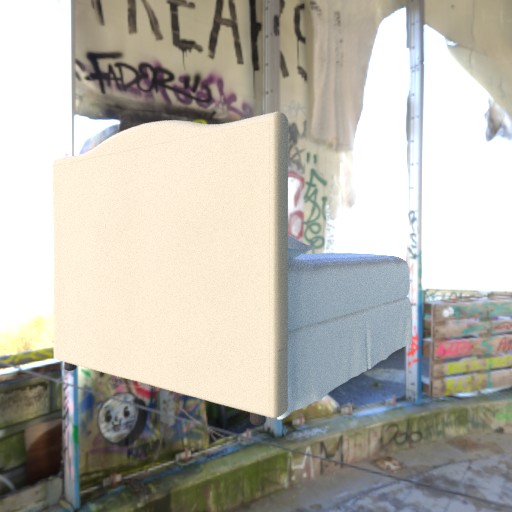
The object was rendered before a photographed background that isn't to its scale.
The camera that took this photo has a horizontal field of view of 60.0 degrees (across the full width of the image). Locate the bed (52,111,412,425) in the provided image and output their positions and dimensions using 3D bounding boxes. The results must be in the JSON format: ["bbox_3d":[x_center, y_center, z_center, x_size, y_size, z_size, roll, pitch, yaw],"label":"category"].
[{"bbox_3d":[0.000,0.000,3.094,1.678,1.398,2.052,1,1,36],"label":"bed"}]
